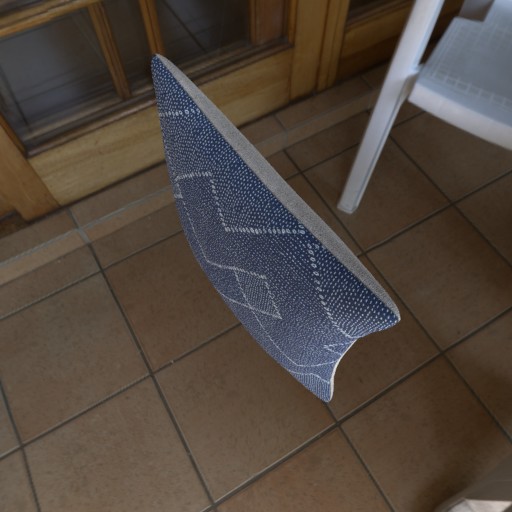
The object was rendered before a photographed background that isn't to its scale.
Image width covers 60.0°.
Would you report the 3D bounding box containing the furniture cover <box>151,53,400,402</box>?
[{"bbox_3d":[0.000,0.000,0.775,0.162,0.503,0.511,-33,68,-15],"label":"furniture cover"}]
